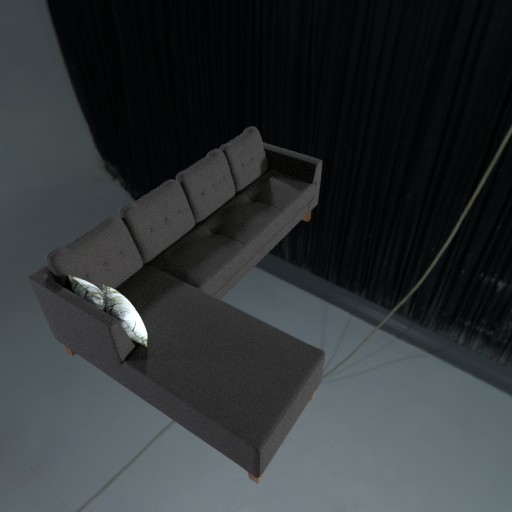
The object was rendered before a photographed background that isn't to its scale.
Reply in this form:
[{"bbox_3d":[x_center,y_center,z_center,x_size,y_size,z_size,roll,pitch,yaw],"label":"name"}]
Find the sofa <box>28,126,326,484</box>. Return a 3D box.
[{"bbox_3d":[0.000,0.000,3.536,1.829,0.932,2.679,23,46,25],"label":"sofa"}]
